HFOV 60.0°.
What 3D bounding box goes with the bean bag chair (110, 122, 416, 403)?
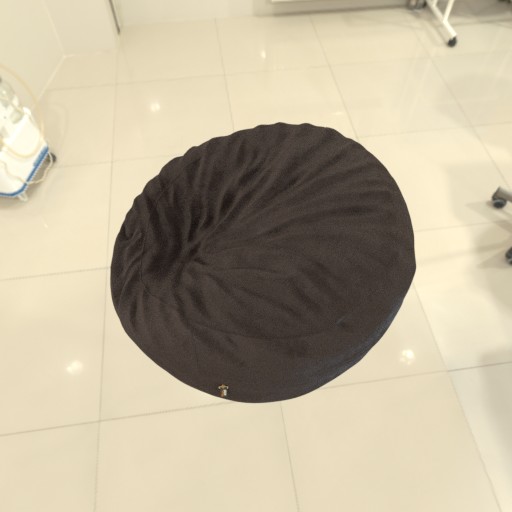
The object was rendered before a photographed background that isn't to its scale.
[{"bbox_3d":[0.000,0.000,1.990,1.245,0.821,1.245,0,57,0],"label":"bean bag chair"}]
